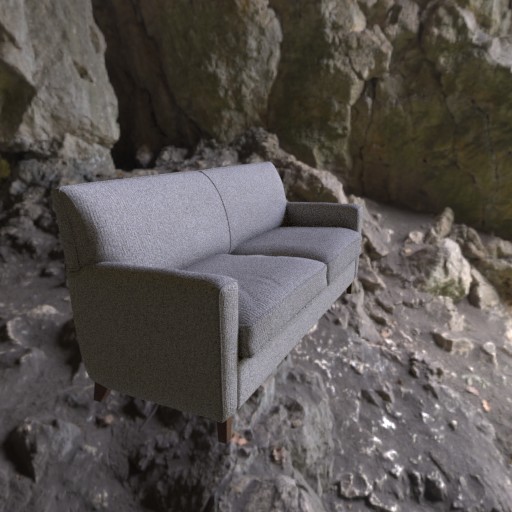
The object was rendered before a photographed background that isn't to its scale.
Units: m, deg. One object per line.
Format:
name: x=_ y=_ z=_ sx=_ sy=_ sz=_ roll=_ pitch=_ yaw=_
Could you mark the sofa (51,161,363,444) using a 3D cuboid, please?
sofa: x=0.000 y=0.000 z=2.519 sx=0.854 sy=0.942 sz=2.026 roll=7 pitch=17 yaw=25
